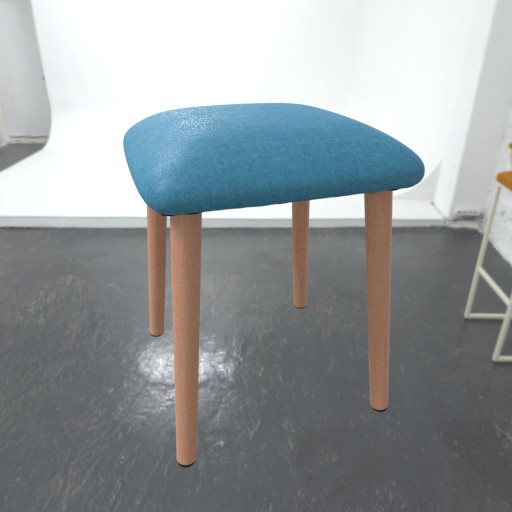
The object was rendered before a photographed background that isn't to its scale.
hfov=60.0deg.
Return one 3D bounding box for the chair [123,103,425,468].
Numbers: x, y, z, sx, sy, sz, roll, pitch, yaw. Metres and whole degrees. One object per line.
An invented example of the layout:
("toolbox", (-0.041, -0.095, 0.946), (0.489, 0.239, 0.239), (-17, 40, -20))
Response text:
("chair", (0.000, 0.000, 0.712), (0.360, 0.450, 0.360), (-9, 28, -17))
